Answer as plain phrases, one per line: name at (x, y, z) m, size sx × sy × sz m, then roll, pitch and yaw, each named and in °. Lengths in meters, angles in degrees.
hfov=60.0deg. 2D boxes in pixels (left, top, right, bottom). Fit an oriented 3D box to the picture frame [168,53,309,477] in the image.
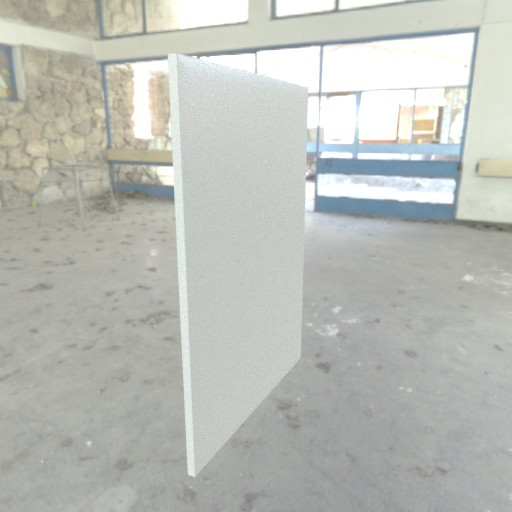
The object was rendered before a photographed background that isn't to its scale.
picture frame at (0.000, 0.000, 0.699) m, size 0.012 × 0.534 × 0.381 m, roll 8°, pitch 17°, yaw 27°
